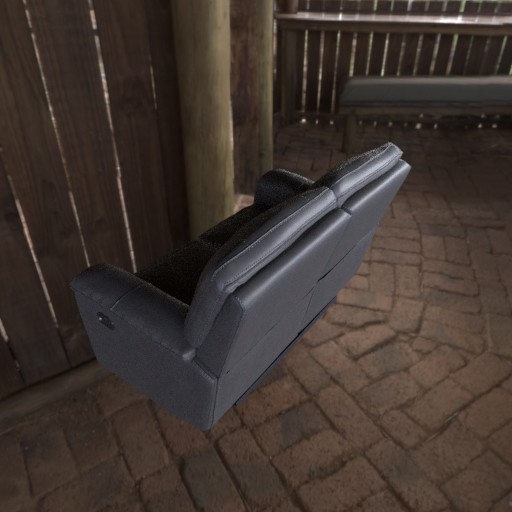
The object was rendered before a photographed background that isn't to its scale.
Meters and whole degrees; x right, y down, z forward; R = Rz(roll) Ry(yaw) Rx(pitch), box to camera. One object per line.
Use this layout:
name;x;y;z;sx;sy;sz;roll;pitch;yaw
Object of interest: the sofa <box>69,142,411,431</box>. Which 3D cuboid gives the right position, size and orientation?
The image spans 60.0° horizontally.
sofa;0.000;0.000;2.511;1.104;1.111;1.765;21;38;30
